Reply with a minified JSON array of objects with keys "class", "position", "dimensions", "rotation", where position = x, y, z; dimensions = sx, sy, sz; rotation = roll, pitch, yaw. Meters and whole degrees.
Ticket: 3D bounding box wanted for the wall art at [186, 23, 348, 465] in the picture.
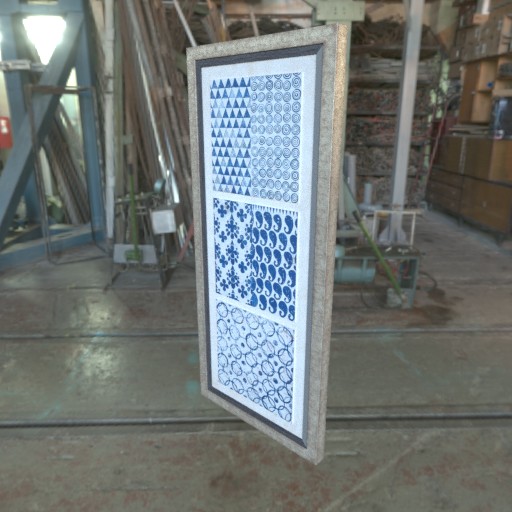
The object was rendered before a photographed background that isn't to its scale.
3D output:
[{"class":"wall art","position":[0.000,0.000,1.637],"dimensions":[0.648,1.461,0.051],"rotation":[15,23,41]}]
